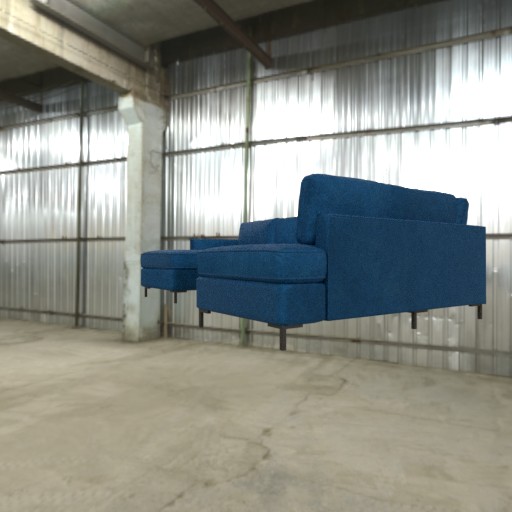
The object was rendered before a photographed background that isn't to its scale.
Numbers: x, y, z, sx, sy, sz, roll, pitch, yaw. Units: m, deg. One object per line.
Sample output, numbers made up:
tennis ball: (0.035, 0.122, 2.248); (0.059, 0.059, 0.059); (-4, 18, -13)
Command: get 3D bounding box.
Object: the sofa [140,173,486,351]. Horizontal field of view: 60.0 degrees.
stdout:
sofa: (0.000, 0.000, 4.268); (2.055, 0.992, 3.434); (0, 0, -35)
